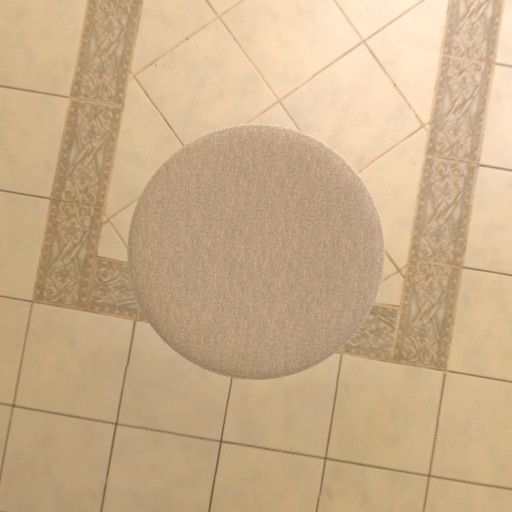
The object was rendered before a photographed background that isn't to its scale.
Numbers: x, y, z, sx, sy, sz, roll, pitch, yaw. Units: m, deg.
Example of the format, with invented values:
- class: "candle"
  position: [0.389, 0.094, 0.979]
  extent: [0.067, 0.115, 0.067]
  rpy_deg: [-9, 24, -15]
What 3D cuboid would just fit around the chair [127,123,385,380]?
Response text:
- class: "chair"
  position: [0.000, 0.000, 0.706]
  extent: [0.350, 0.440, 0.350]
  rpy_deg: [0, 89, 0]
